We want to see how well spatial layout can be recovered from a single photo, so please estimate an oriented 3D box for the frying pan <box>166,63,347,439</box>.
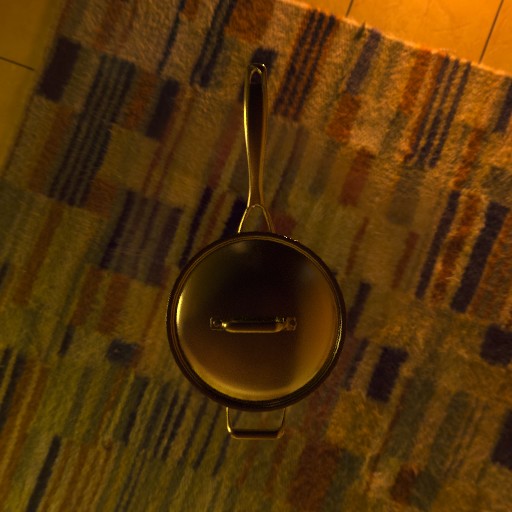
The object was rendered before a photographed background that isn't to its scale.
[{"bbox_3d":[0.000,0.000,0.690,0.280,0.114,0.561,0,90,2],"label":"frying pan"}]
